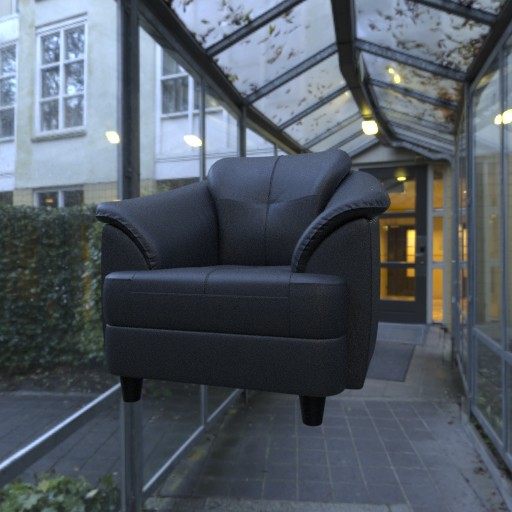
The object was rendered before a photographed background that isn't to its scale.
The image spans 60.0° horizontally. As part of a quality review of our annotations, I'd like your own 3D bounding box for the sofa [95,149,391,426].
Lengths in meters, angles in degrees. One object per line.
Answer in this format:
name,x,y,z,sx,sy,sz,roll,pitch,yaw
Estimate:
sofa,0.000,0.000,1.475,0.870,0.811,0.794,0,1,19
